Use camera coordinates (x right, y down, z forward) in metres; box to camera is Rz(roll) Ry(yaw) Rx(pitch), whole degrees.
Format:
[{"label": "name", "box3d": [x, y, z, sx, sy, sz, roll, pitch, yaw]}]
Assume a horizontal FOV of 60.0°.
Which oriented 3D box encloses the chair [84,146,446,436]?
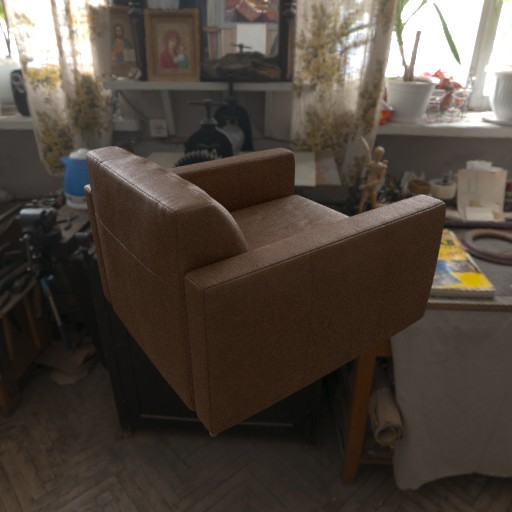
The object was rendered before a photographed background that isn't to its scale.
[{"label": "chair", "box3d": [0.000, 0.000, 1.687, 0.998, 0.819, 0.953, -19, 33, -31]}]
